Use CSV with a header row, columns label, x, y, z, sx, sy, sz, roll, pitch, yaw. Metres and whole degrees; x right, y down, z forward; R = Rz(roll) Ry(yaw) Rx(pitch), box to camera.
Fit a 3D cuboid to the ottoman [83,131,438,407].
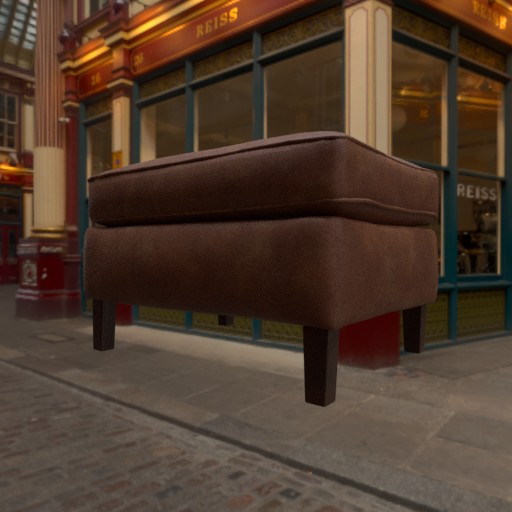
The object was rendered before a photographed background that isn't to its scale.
label,x,y,z,sx,sy,sz,roll,pitch,yaw
ottoman,0.000,0.000,0.980,0.665,0.418,0.501,1,1,38
